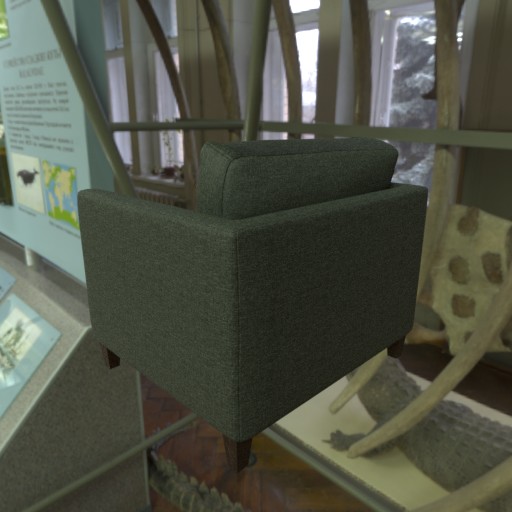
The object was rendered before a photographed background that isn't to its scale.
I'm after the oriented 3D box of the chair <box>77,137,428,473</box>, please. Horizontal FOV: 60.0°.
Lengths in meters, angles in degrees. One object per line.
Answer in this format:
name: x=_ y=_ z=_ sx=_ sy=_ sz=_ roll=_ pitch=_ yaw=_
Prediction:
chair: x=0.000 y=0.000 z=1.834 sx=1.107 sy=0.963 sz=0.959 roll=-16 pitch=23 yaw=-42
